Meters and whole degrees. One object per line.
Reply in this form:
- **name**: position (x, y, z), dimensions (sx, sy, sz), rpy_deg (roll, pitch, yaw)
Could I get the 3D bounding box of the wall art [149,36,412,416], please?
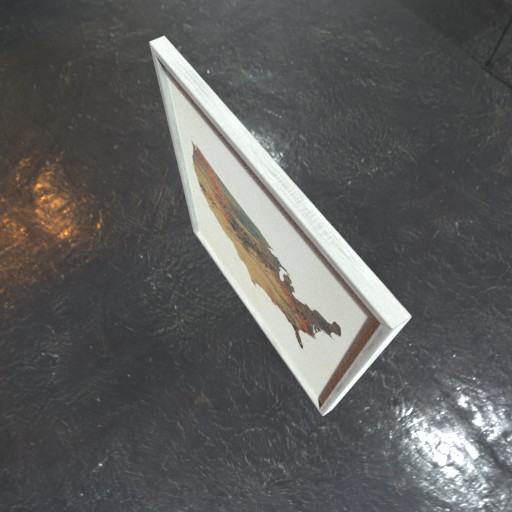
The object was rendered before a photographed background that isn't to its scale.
- **wall art**: position (0.000, 0.000, 0.446), dimensions (0.015, 0.303, 0.303), rpy_deg (-30, 66, -15)
